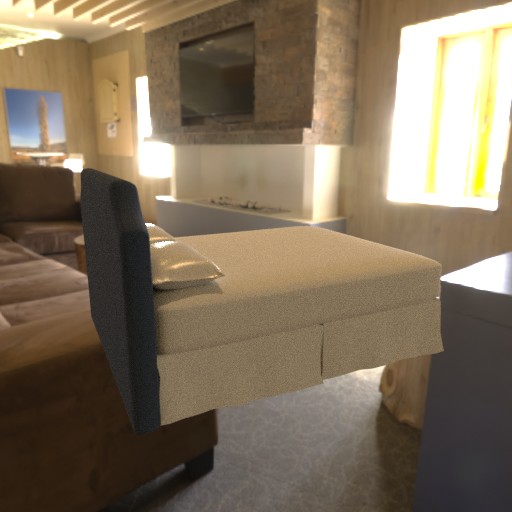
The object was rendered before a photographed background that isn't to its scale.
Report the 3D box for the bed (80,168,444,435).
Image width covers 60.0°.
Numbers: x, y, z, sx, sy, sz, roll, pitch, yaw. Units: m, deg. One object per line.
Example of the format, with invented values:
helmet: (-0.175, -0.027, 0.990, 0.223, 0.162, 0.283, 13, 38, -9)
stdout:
bed: (0.000, 0.000, 3.355, 2.260, 1.297, 1.831, -7, 16, -26)
